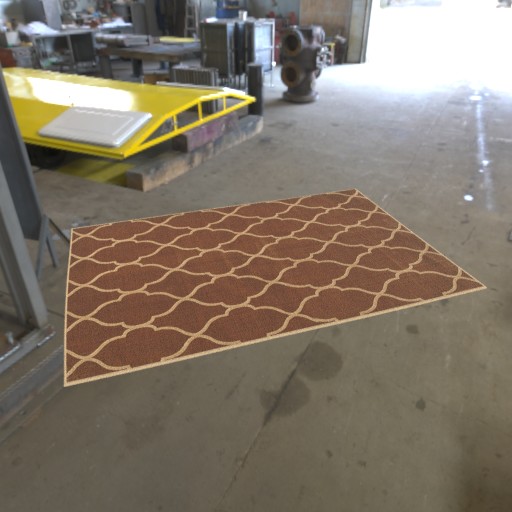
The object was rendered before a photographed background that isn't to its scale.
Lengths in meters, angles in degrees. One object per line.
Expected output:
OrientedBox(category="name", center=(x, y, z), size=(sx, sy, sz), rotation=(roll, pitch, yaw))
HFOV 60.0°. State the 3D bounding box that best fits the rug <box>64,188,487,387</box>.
OrientedBox(category="rug", center=(0.000, 0.000, 2.838), size=(2.290, 0.014, 1.526), rotation=(-10, 33, -16))
